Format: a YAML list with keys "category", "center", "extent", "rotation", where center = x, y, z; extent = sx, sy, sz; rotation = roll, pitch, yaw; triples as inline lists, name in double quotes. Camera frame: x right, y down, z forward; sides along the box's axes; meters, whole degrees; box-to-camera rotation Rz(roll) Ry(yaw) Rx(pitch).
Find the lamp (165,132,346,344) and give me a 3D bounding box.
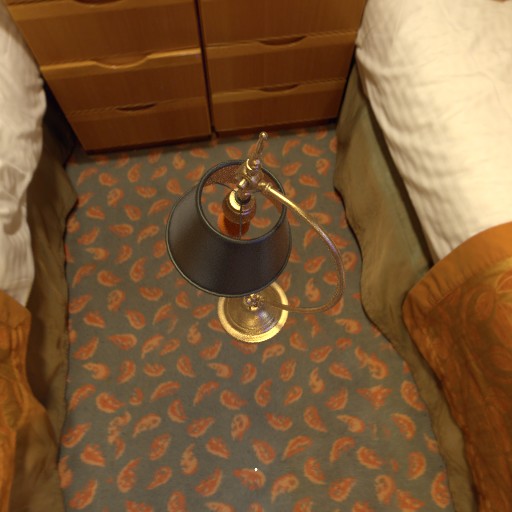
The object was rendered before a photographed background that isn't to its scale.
- category: "lamp"
  center: [0.000, 0.000, 0.817]
  extent: [0.344, 0.675, 0.235]
  rotation: [32, 68, 14]
